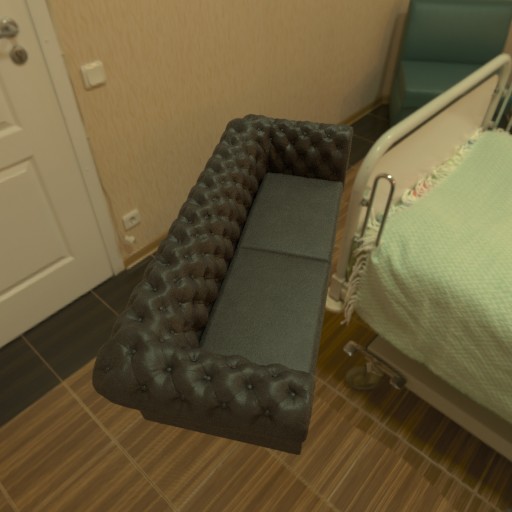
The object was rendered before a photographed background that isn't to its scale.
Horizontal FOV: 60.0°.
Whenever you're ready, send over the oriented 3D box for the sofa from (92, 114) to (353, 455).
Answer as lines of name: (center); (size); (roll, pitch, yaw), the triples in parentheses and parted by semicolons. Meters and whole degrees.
sofa: (0.000, 0.000, 2.742); (0.944, 0.783, 2.385); (9, 45, 9)
